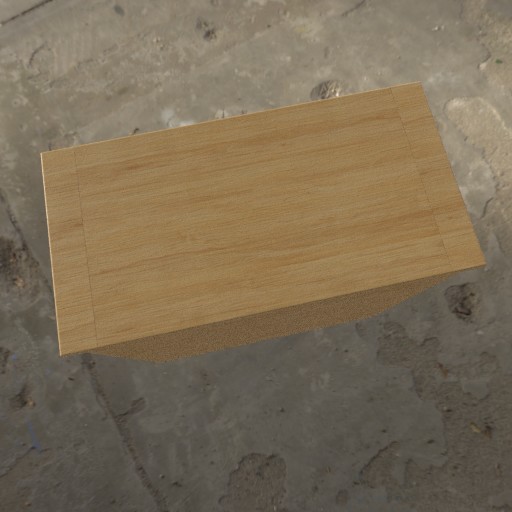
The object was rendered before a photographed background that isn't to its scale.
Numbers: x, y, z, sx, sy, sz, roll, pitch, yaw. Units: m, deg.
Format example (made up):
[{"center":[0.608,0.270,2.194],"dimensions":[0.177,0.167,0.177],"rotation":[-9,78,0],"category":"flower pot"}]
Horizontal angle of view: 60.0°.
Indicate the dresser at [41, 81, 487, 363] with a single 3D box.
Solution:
[{"center":[0.000,0.000,1.214],"dimensions":[0.800,0.730,0.410],"rotation":[-12,75,-3],"category":"dresser"}]
